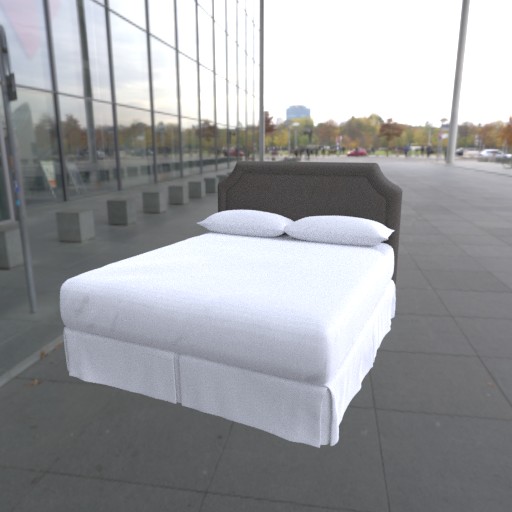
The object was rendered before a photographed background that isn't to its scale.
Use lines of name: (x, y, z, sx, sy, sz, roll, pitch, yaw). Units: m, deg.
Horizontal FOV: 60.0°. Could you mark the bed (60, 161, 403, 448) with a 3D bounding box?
bed: (0.000, 0.000, 3.910, 2.194, 1.561, 2.536, 6, 15, 24)
